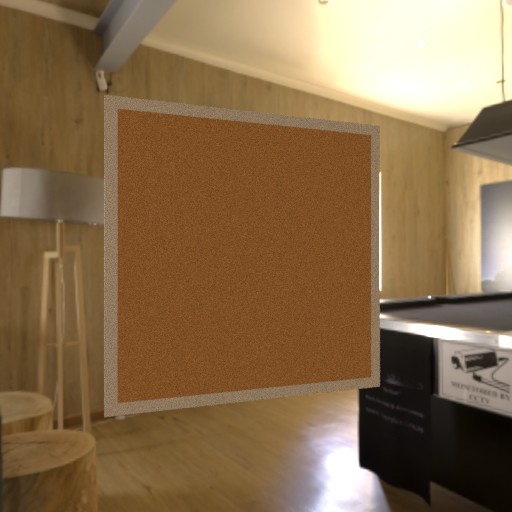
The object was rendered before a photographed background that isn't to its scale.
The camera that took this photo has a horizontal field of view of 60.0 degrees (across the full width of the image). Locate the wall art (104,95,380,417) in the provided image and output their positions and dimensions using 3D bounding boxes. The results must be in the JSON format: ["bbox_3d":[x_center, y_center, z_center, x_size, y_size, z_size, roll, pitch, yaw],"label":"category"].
[{"bbox_3d":[0.000,0.000,0.863,0.558,0.559,0.009,0,0,-19],"label":"wall art"}]
